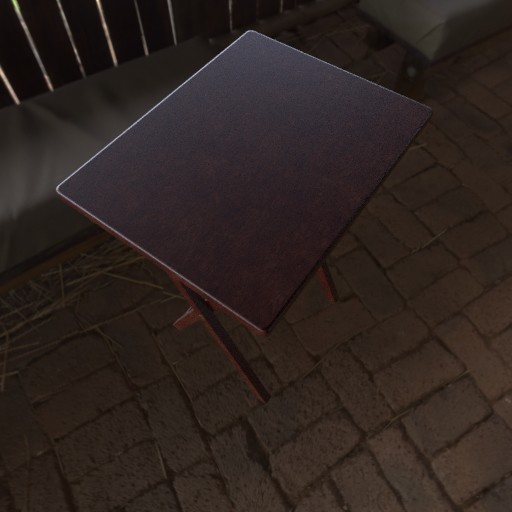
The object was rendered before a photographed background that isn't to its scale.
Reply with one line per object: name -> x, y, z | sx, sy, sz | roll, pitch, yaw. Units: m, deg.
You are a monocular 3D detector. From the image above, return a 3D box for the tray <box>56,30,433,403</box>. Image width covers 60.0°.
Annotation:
tray -> 0.000, 0.000, 0.968 | 0.381, 0.660, 0.483 | 32, 64, 18
